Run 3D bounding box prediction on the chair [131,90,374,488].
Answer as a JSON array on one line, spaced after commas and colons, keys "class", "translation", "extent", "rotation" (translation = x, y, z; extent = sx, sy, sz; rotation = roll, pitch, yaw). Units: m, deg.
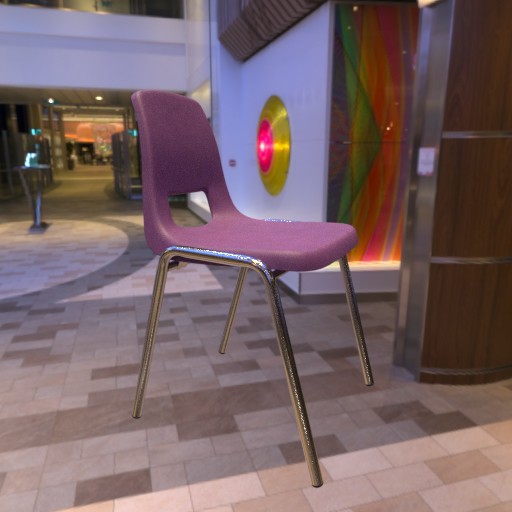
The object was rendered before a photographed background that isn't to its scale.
[{"class": "chair", "translation": [0.000, 0.000, 0.900], "extent": [0.432, 0.654, 0.381], "rotation": [7, 15, 27]}]
